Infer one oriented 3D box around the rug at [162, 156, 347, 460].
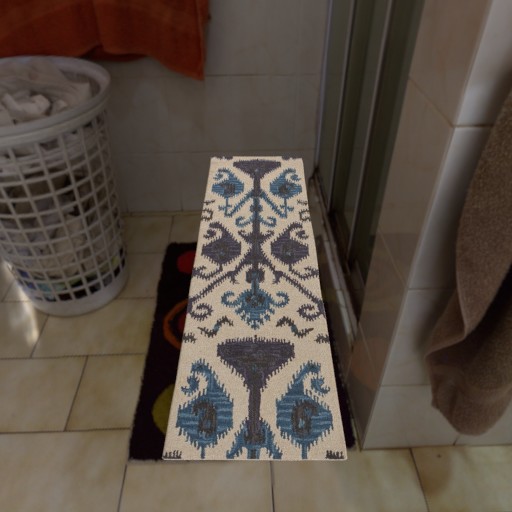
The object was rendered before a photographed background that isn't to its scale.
[{"bbox_3d":[0.000,0.000,2.511,0.692,0.017,2.301,0,41,0],"label":"rug"}]
